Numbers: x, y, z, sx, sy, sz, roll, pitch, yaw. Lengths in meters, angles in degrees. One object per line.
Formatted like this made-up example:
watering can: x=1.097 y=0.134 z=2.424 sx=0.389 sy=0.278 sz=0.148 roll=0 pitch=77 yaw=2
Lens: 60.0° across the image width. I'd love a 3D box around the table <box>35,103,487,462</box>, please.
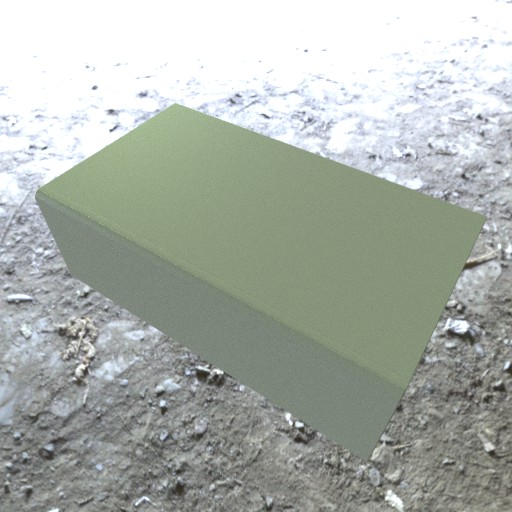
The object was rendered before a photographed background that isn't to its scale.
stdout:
table: x=0.000 y=0.000 z=1.387 sx=1.097 sy=0.442 sz=0.639 roll=26 pitch=52 yaw=22
